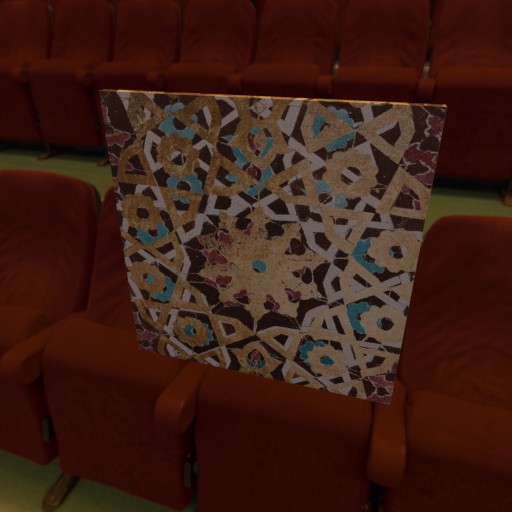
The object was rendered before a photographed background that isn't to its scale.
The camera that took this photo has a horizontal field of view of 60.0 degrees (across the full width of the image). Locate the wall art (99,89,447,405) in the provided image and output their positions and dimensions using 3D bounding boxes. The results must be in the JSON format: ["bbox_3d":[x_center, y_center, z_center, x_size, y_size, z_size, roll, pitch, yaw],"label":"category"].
[{"bbox_3d":[0.000,0.000,1.116,0.757,0.762,0.028,8,29,15],"label":"wall art"}]
